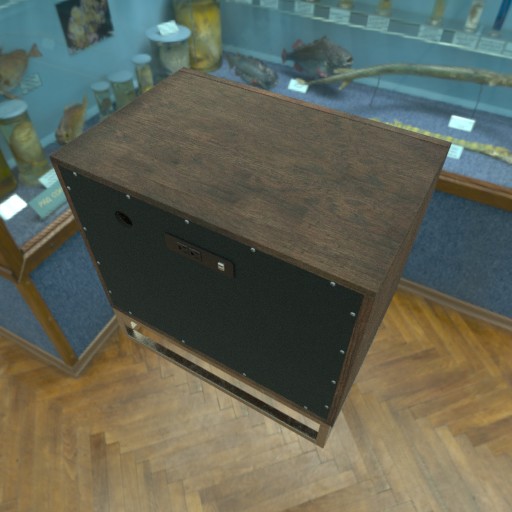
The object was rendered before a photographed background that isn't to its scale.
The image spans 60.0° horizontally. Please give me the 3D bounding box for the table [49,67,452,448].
[{"bbox_3d":[0.000,0.000,1.288,0.767,0.746,0.542,23,52,20],"label":"table"}]
